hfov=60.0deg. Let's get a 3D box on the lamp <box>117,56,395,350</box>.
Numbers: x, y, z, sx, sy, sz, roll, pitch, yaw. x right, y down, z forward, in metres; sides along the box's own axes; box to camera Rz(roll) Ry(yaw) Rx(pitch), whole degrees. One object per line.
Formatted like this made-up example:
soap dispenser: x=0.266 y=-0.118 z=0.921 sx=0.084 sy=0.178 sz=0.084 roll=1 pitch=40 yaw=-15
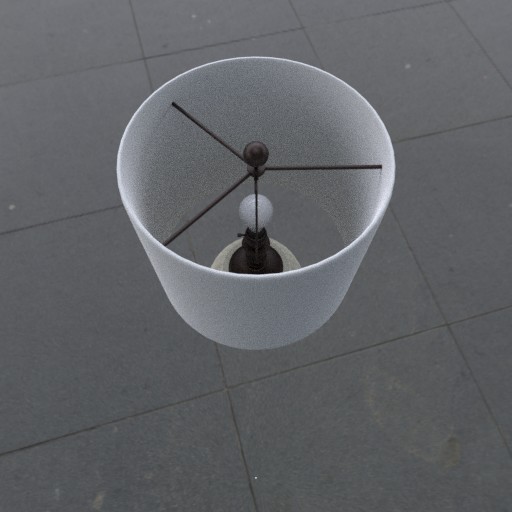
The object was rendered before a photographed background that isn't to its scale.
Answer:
lamp: x=0.000 y=0.000 z=0.768 sx=0.329 sy=0.570 sz=0.329 roll=-1 pitch=63 yaw=0
